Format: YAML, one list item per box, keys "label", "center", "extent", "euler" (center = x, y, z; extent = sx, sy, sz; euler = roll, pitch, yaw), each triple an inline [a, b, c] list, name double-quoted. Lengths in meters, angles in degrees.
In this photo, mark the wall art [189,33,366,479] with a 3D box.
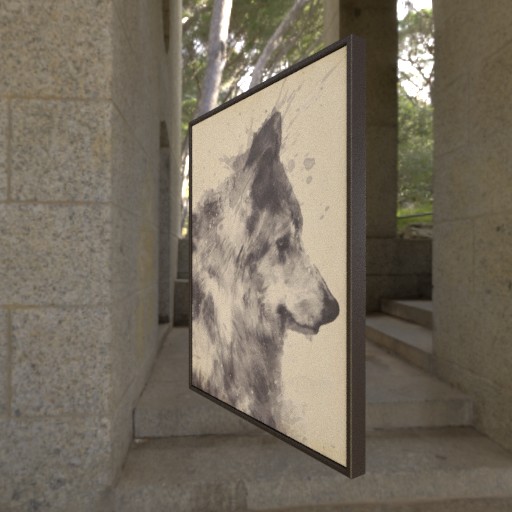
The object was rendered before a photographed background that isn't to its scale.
- label: "wall art"
  center: [0.000, 0.000, 0.739]
  extent: [0.028, 0.551, 0.451]
  euler: [0, 0, -35]
